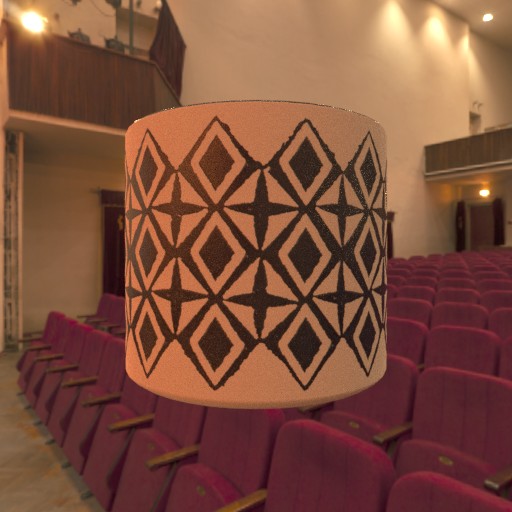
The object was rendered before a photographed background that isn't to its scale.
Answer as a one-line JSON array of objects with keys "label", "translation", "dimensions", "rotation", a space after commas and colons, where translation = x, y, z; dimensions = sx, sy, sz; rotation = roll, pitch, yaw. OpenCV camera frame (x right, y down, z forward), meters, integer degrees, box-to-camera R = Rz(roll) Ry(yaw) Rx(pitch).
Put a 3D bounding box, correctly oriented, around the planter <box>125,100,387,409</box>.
[{"label": "planter", "translation": [0.000, 0.000, 0.280], "dimensions": [0.159, 0.144, 0.159], "rotation": [0, 1, 0]}]
